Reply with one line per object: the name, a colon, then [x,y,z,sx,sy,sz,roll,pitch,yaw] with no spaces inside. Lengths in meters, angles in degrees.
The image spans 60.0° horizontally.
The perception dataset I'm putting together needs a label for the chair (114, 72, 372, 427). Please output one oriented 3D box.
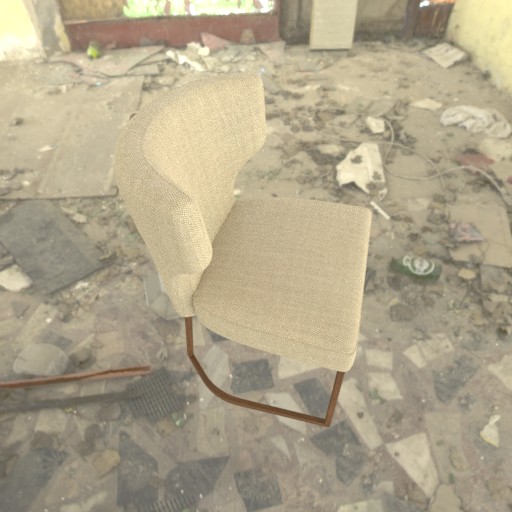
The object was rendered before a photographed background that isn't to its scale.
chair: [0.000,0.000,1.266,0.617,0.824,0.611,10,47,10]
